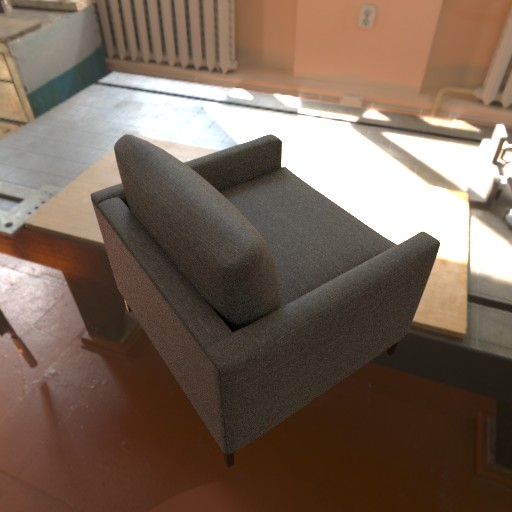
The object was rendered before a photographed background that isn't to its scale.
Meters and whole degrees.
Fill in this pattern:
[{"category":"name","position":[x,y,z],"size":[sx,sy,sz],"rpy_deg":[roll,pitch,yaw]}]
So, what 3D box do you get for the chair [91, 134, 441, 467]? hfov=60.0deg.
[{"category":"chair","position":[0.000,0.000,1.626],"size":[0.845,0.841,0.940],"rpy_deg":[-25,48,-25]}]
